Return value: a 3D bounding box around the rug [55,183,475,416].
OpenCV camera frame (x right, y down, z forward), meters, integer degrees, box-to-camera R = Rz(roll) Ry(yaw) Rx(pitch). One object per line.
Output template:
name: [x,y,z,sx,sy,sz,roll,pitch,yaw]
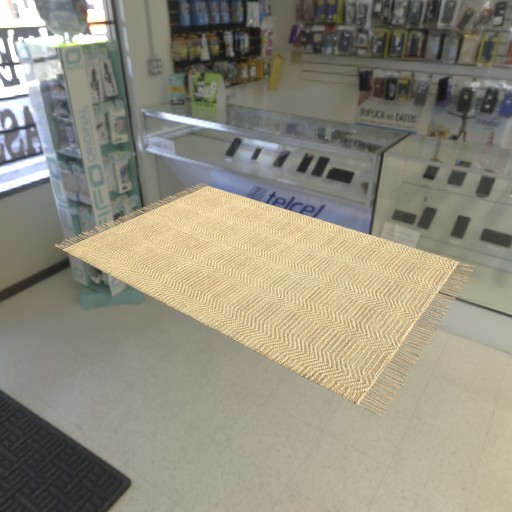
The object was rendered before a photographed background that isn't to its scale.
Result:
rug: [0.000,0.000,3.066,2.523,0.034,1.528,21,36,31]
